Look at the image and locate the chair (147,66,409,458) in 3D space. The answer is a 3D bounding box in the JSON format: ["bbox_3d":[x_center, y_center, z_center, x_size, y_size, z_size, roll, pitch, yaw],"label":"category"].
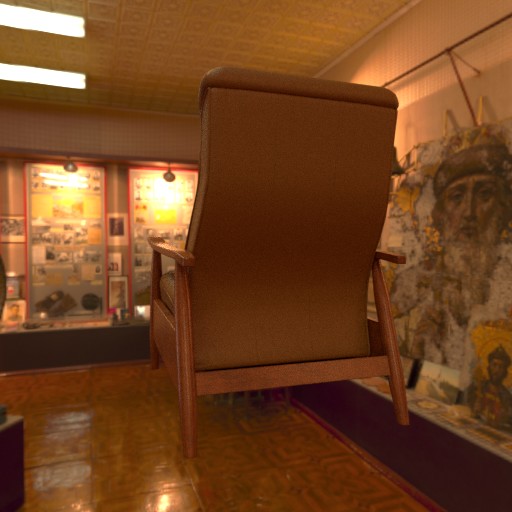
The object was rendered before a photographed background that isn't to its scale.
[{"bbox_3d":[0.000,0.000,1.774,0.762,1.082,1.014,0,1,-19],"label":"chair"}]
